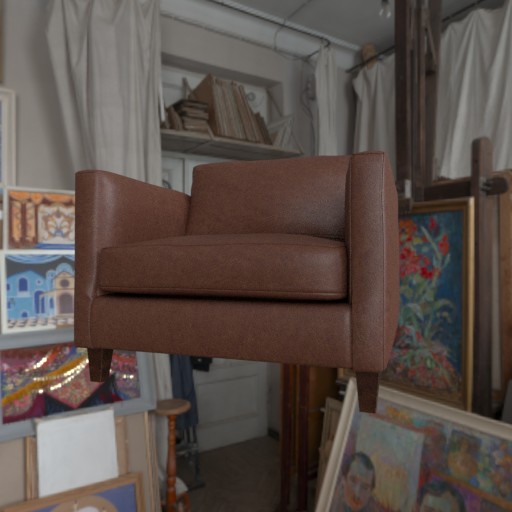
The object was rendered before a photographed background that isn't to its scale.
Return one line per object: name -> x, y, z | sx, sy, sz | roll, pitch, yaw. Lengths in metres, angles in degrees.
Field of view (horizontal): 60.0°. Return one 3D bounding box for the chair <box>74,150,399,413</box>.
chair -> 0.000, 0.000, 1.825 | 1.107, 0.917, 0.959 | 0, 0, 20
